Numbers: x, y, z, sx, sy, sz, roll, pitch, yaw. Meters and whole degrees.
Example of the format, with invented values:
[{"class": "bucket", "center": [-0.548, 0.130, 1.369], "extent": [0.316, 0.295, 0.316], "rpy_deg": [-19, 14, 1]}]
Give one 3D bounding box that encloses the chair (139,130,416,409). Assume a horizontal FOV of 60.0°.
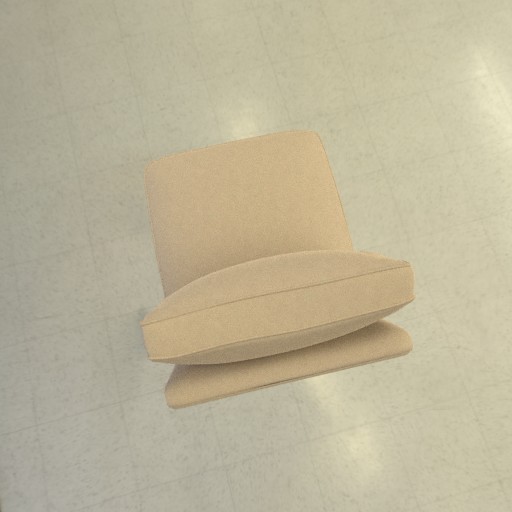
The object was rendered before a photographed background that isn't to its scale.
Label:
[{"class": "chair", "center": [0.000, 0.000, 1.656], "extent": [0.724, 1.052, 0.912], "rpy_deg": [-12, 76, -3]}]
